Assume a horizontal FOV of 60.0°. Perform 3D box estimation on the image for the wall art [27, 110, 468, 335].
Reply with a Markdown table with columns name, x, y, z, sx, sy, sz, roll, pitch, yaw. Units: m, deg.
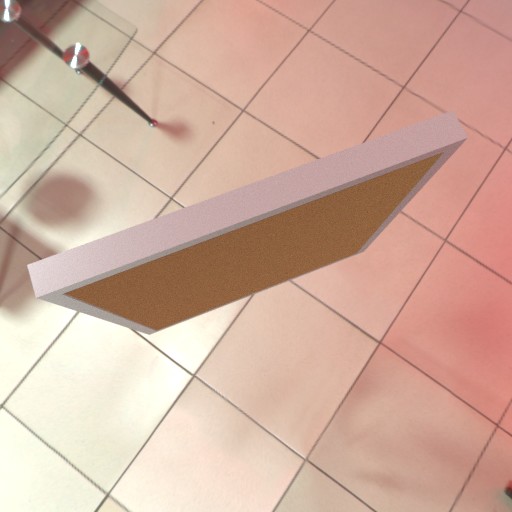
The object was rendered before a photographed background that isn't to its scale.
| name | x | y | z | sx | sy | sz | roll | pitch | yaw |
| --- | --- | --- | --- | --- | --- | --- | --- | --- | --- |
| wall art | 0.000 | 0.000 | 0.733 | 0.506 | 0.506 | 0.038 | -21 | 77 | -5 |
